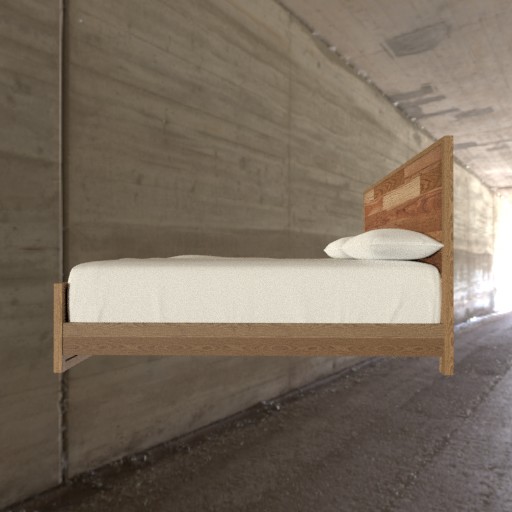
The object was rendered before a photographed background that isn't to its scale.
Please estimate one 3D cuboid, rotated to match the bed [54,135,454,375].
[{"bbox_3d":[0.000,0.000,3.425,2.184,1.295,2.013,0,0,1],"label":"bed"}]
